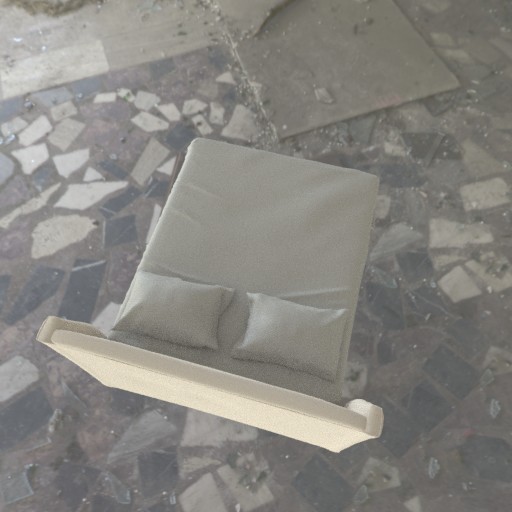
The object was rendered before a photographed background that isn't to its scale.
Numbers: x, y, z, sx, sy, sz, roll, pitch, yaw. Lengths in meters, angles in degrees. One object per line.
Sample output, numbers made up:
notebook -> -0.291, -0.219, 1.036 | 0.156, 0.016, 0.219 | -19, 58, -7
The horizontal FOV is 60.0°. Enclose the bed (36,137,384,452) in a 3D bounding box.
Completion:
bed -> 0.000, 0.000, 3.374 | 1.925, 1.332, 2.276 | 14, 64, 7
